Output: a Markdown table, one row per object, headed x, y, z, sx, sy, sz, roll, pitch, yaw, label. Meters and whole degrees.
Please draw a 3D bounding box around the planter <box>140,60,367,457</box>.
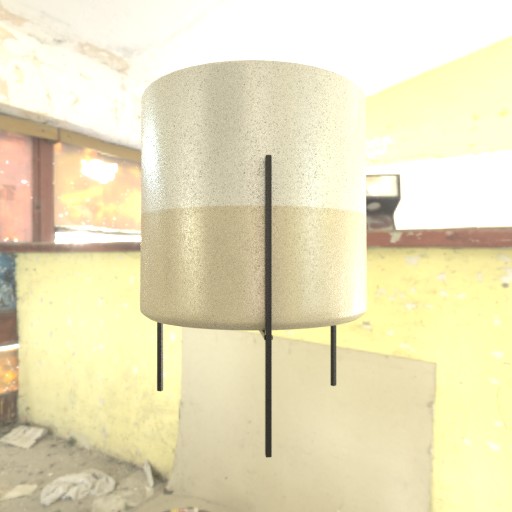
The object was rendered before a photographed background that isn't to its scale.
| x | y | z | sx | sy | sz | roll | pitch | yaw | label |
| --- | --- | --- | --- | --- | --- | --- | --- | --- | --- |
| 0.000 | 0.000 | 0.724 | 0.368 | 0.484 | 0.359 | 0 | 0 | -36 | planter |
